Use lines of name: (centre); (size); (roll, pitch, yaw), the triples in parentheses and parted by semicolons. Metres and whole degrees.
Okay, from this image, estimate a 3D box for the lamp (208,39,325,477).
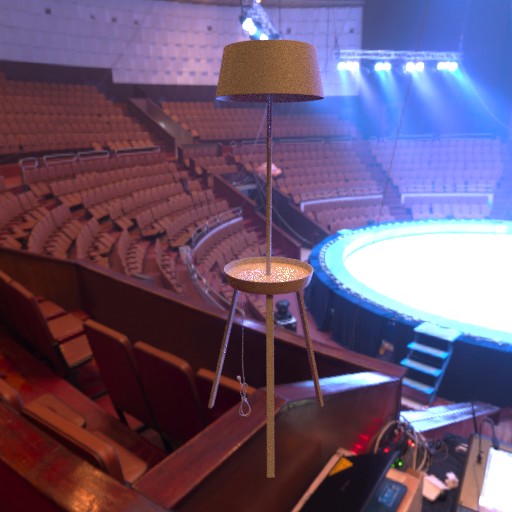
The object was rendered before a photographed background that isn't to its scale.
lamp: (0.000, 0.000, 1.650); (0.468, 1.429, 0.508); (8, 17, 27)
